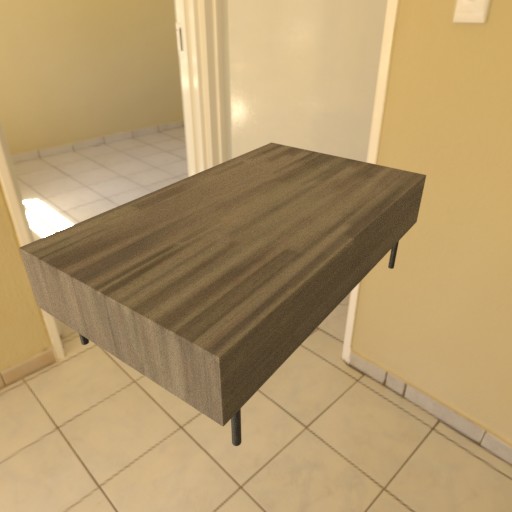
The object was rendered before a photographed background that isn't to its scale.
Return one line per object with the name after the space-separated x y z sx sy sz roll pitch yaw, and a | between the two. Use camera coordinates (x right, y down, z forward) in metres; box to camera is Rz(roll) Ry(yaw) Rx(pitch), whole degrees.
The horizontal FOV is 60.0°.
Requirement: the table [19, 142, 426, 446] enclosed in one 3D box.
0.000 0.000 1.383 0.643 0.347 1.088 21 37 30 | table
